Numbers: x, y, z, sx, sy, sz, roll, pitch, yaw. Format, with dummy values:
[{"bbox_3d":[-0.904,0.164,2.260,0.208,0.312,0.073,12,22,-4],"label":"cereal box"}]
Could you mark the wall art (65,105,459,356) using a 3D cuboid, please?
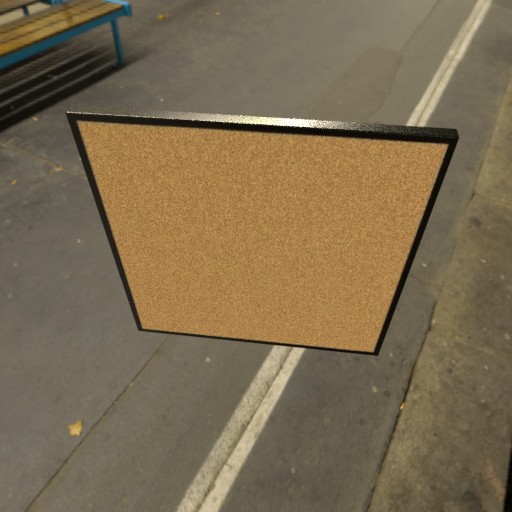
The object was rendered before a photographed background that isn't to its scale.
[{"bbox_3d":[0.000,0.000,0.521,0.349,0.349,0.014,5,46,5],"label":"wall art"}]
